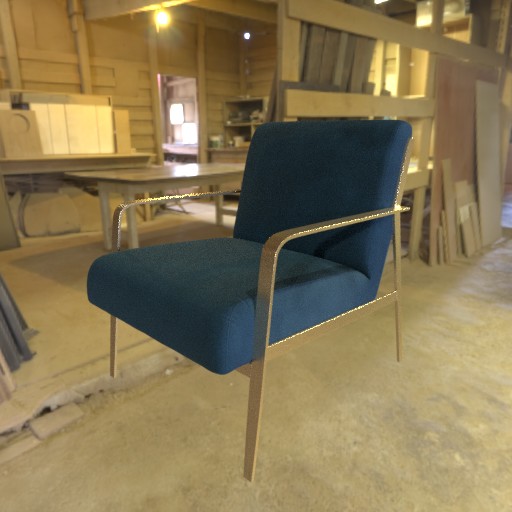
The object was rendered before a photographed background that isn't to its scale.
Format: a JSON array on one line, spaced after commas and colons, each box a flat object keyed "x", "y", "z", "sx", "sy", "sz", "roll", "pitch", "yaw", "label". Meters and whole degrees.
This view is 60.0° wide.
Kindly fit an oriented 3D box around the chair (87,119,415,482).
[{"x": 0.000, "y": 0.000, "z": 1.403, "sx": 0.692, "sy": 0.831, "sz": 0.859, "roll": 15, "pitch": 21, "yaw": 43, "label": "chair"}]
